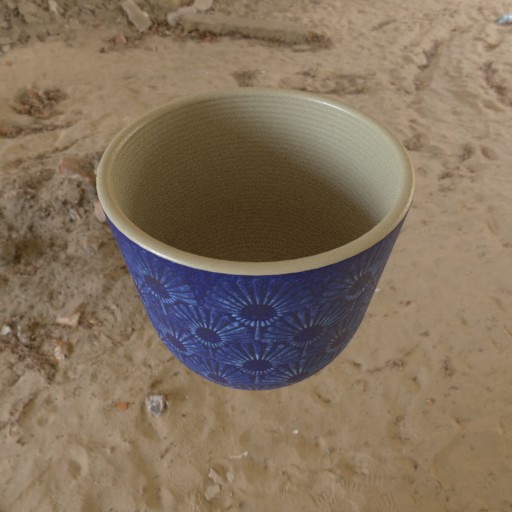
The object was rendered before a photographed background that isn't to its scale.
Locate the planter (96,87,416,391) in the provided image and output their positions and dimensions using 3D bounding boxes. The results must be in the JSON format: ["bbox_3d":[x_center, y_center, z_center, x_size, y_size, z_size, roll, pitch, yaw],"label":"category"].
[{"bbox_3d":[0.000,0.000,0.361,0.206,0.190,0.206,0,46,0],"label":"planter"}]
